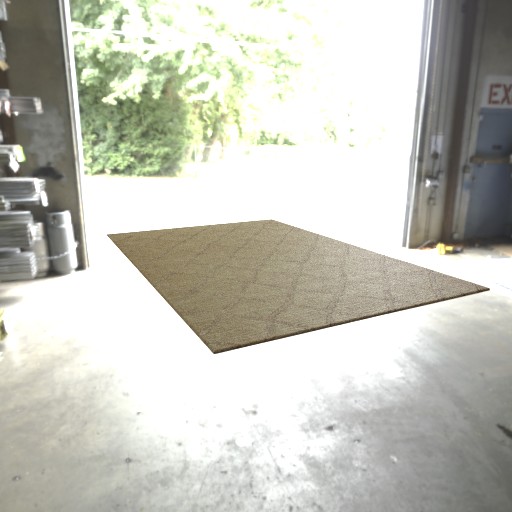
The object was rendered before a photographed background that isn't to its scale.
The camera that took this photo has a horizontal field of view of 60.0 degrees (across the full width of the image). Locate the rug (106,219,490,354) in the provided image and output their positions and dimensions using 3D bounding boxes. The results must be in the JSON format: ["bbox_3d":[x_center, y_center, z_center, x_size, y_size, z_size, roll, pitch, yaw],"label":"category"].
[{"bbox_3d":[0.000,0.000,2.922,1.528,0.014,2.292,-8,17,-26],"label":"rug"}]
